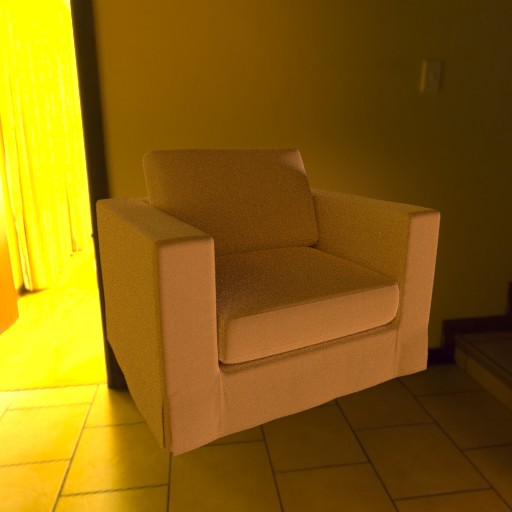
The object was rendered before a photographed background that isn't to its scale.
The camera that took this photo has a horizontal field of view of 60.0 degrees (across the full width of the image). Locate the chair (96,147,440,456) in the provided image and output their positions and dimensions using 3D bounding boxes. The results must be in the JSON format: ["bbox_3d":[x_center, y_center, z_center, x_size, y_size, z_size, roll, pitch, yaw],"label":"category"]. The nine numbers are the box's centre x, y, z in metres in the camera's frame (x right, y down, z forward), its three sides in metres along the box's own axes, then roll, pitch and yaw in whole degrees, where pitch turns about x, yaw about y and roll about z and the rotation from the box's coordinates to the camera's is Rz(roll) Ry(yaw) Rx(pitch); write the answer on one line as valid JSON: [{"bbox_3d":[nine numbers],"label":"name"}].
[{"bbox_3d":[0.000,0.000,1.870,1.150,0.878,0.957,-8,17,-27],"label":"chair"}]
